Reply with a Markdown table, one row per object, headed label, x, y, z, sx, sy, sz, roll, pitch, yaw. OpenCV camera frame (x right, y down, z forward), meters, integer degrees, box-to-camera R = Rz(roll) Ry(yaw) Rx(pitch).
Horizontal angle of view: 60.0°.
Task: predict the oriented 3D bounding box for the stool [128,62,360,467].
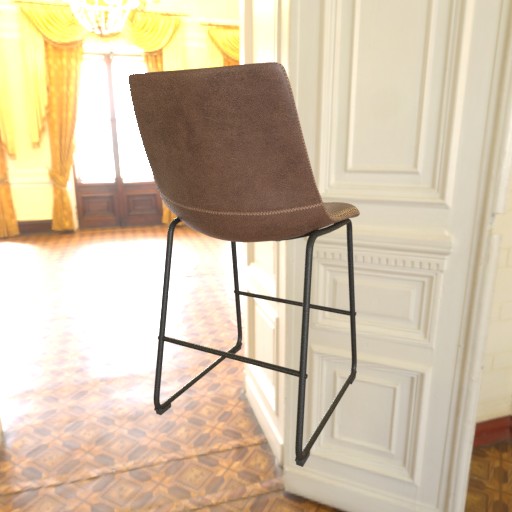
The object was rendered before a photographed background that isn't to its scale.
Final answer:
| label | x | y | z | sx | sy | sz | roll | pitch | yaw |
| --- | --- | --- | --- | --- | --- | --- | --- | --- | --- |
| stool | 0.000 | 0.000 | 1.204 | 0.460 | 0.890 | 0.550 | 8 | 17 | 27 |
